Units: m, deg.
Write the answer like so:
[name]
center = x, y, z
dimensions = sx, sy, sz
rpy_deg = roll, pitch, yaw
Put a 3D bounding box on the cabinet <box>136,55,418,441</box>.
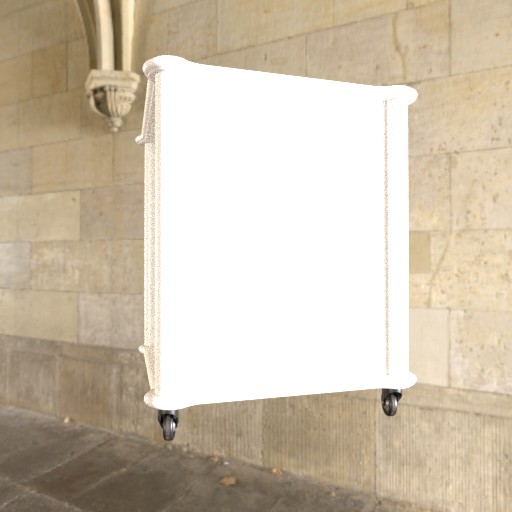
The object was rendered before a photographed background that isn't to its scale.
[cabinet]
center = 0.000, 0.000, 1.211
dimensions = 0.628, 0.761, 0.627
rpy_deg = 0, -1, -16
